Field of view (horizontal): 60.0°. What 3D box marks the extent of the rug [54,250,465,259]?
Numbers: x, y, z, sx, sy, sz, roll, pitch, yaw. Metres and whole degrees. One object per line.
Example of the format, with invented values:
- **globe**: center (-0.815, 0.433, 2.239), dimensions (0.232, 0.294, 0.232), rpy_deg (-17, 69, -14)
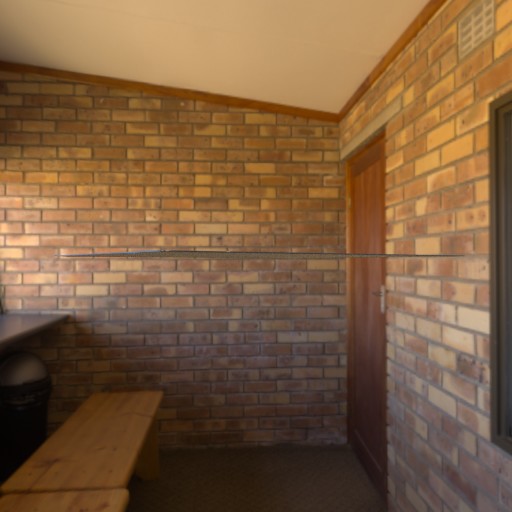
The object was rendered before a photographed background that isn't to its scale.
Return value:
- **rug**: center (0.000, 0.000, 3.919), dimensions (2.867, 0.020, 2.277), rpy_deg (1, -1, -37)
